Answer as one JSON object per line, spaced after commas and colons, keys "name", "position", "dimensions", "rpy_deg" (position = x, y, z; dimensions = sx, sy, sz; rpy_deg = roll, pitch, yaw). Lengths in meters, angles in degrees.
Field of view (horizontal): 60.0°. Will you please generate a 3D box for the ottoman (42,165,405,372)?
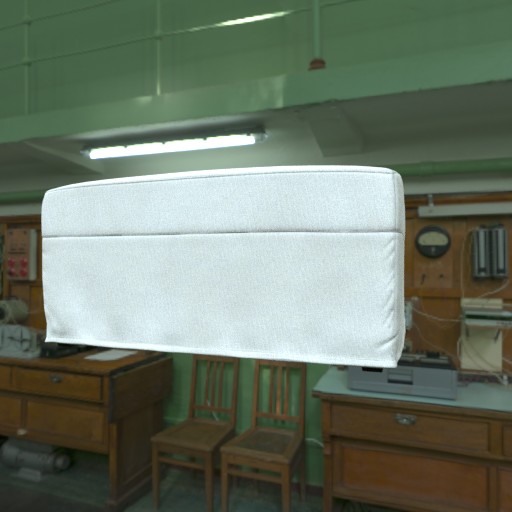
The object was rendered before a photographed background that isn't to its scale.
{"name": "ottoman", "position": [0.000, 0.000, 1.319], "dimensions": [0.843, 0.441, 0.842], "rpy_deg": [0, 0, 19]}
